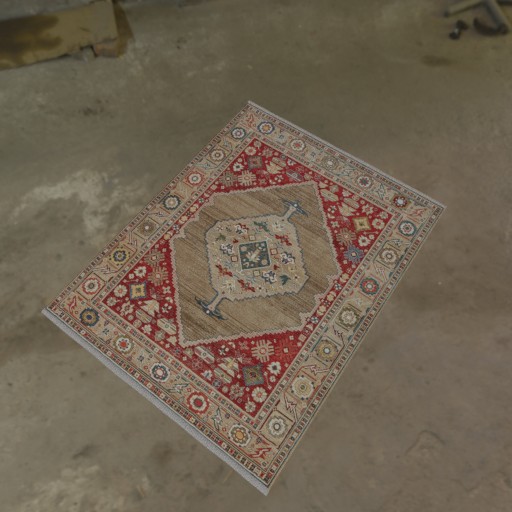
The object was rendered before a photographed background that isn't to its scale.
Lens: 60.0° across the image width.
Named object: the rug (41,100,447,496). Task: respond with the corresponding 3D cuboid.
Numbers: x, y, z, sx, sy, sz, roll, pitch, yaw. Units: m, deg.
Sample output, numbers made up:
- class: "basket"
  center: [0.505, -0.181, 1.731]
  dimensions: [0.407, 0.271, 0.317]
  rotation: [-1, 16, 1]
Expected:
- class: "rug"
  center: [0.000, 0.000, 4.172]
  dimensions: [2.451, 0.008, 3.143]
  rotation: [33, 68, 15]
